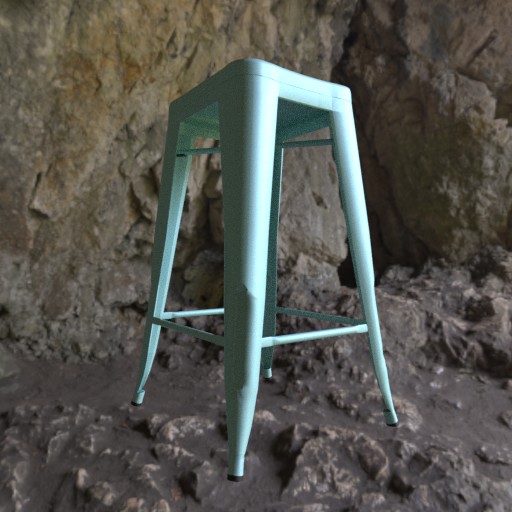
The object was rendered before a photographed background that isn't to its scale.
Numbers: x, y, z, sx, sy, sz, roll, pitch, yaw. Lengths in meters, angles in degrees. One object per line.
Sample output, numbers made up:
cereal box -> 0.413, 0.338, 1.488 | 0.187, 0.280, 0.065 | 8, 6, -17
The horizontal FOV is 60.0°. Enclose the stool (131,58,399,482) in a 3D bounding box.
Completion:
stool -> 0.000, 0.000, 0.851 | 0.359, 0.609, 0.399 | 0, 0, -36
